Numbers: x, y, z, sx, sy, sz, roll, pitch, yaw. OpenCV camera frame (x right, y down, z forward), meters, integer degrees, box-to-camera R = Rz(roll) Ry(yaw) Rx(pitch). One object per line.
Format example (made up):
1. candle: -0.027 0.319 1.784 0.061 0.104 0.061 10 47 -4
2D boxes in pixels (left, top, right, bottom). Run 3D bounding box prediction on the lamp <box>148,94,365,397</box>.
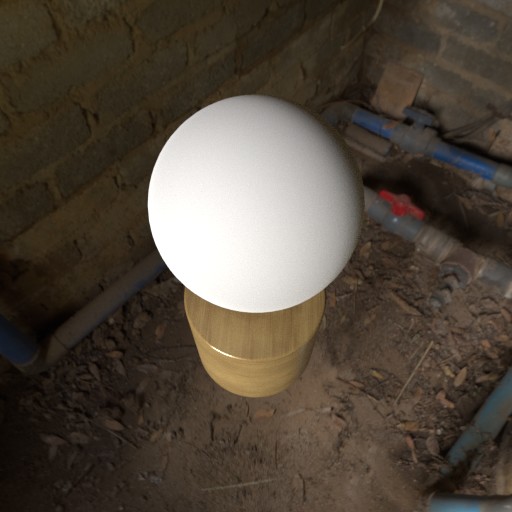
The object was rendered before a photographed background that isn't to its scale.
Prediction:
1. lamp: 0.000 0.000 0.341 0.141 0.250 0.152 2 58 1
